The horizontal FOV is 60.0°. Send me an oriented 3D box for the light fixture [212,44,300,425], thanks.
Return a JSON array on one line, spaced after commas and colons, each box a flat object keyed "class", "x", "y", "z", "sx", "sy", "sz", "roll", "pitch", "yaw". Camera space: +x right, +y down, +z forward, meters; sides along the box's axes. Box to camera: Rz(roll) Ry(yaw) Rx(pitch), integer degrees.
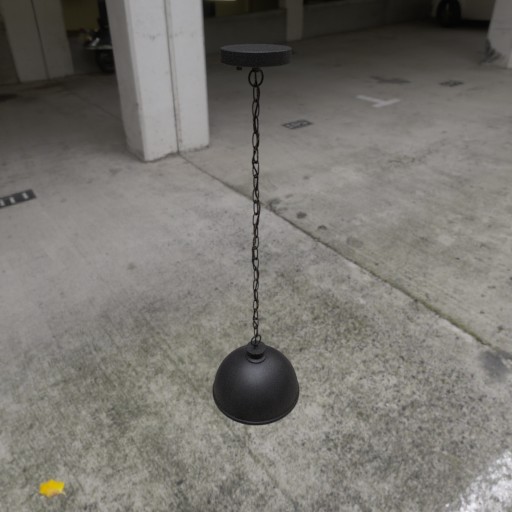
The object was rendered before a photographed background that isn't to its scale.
[{"class": "light fixture", "x": 0.000, "y": 0.000, "z": 1.275, "sx": 0.304, "sy": 1.090, "sz": 0.304, "roll": -20, "pitch": 36, "yaw": -29}]
